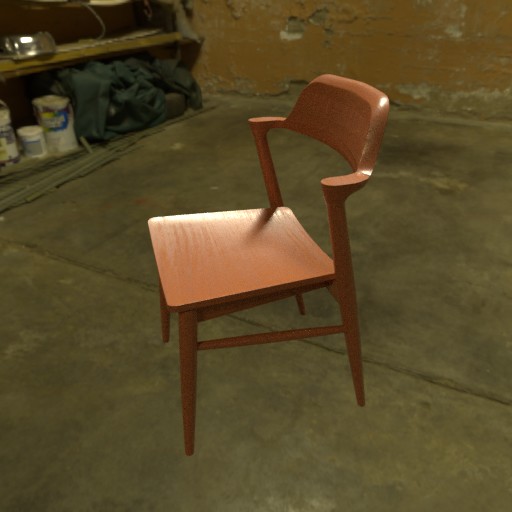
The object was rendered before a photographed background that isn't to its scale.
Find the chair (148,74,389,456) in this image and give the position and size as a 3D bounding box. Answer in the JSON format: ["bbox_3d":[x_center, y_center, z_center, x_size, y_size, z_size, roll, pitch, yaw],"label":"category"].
[{"bbox_3d":[0.000,0.000,1.118,0.499,0.801,0.496,-9,33,-15],"label":"chair"}]
